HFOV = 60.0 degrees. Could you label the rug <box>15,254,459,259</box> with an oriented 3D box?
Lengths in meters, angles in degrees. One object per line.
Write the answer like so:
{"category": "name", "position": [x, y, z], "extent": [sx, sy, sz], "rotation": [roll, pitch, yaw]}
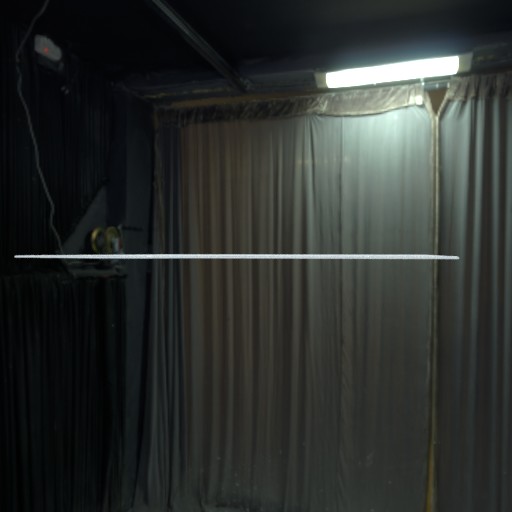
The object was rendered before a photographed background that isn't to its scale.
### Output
{"category": "rug", "position": [0.000, 0.000, 3.818], "extent": [2.895, 0.018, 2.288], "rotation": [0, 0, 17]}
